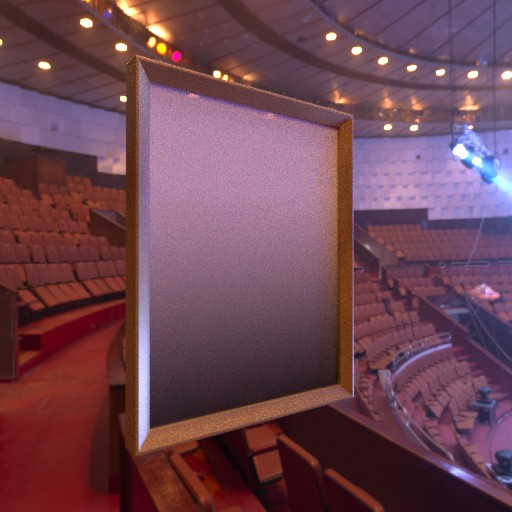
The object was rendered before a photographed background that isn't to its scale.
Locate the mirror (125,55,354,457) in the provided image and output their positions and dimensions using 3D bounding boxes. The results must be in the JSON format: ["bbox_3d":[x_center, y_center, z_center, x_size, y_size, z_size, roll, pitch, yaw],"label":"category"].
[{"bbox_3d":[0.000,0.000,0.695,0.406,0.509,0.041,0,0,-36],"label":"mirror"}]
